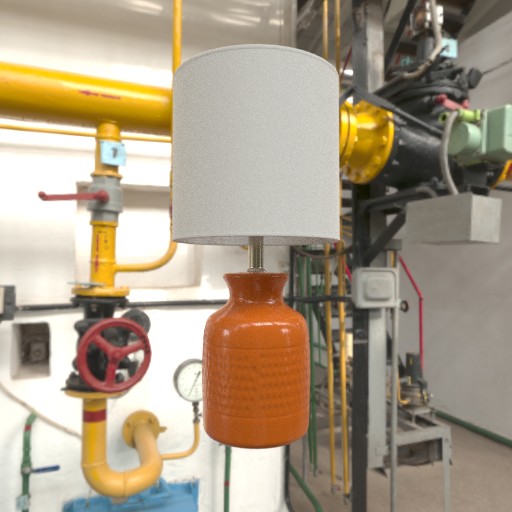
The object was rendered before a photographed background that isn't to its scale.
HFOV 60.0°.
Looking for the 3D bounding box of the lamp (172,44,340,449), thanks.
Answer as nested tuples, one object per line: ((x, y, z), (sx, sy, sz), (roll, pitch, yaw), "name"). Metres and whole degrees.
((0.000, 0.000, 1.120), (0.418, 0.871, 0.418), (1, -2, -20), "lamp")
